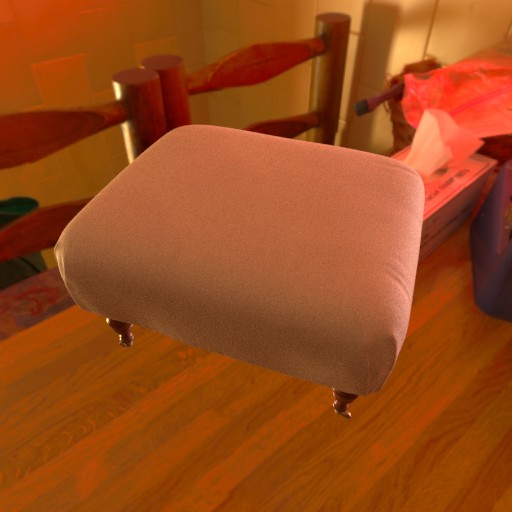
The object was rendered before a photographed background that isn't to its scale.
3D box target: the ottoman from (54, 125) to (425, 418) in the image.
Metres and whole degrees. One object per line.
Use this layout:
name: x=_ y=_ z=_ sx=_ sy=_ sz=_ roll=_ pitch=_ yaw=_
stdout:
ottoman: x=0.000 y=0.000 z=1.126 sx=0.746 sy=0.450 sz=0.622 roll=14 pitch=44 yaw=15
